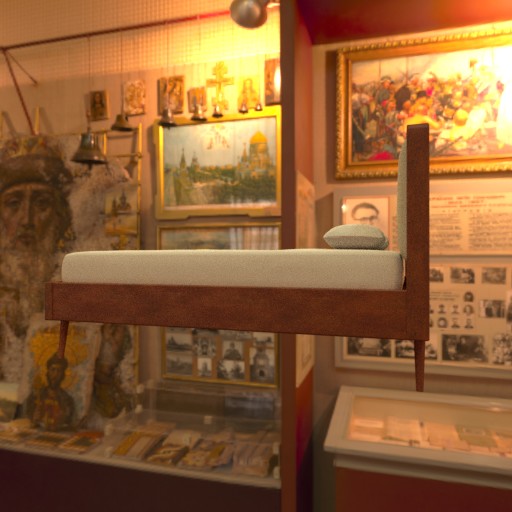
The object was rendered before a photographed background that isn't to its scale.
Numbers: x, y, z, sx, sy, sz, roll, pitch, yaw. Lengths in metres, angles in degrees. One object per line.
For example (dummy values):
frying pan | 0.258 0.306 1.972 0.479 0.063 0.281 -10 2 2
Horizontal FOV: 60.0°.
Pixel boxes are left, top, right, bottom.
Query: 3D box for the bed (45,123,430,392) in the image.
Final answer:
bed | 0.000 0.000 3.122 2.196 1.275 1.587 0 0 18
